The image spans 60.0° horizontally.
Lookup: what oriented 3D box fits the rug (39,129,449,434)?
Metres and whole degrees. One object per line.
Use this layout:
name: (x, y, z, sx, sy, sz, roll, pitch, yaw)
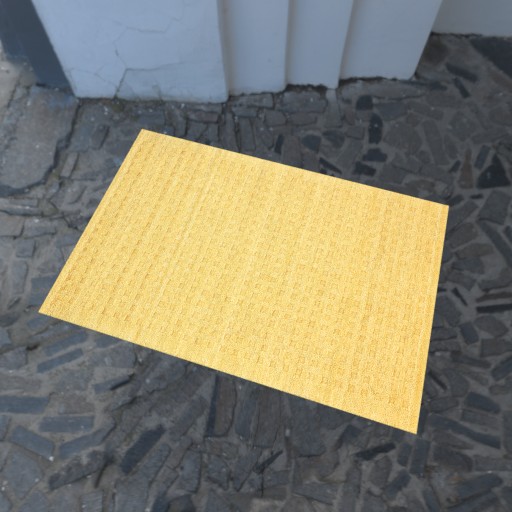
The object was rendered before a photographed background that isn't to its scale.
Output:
rug: (0.000, 0.000, 2.861, 2.286, 0.006, 1.524, 16, 64, 8)
